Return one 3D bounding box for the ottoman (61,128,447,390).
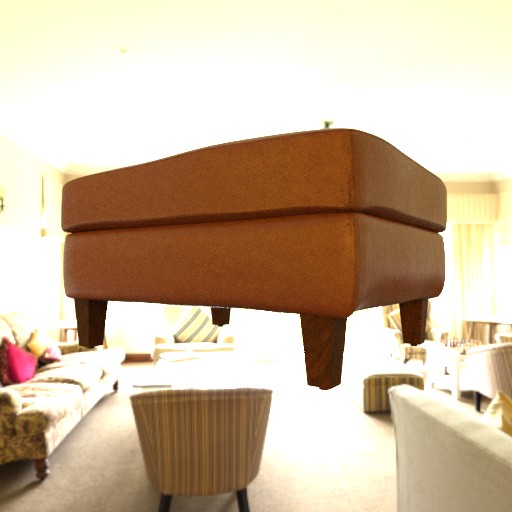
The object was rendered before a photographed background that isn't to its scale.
[{"bbox_3d":[0.000,0.000,1.187,0.851,0.485,0.650,-1,-2,35],"label":"ottoman"}]
